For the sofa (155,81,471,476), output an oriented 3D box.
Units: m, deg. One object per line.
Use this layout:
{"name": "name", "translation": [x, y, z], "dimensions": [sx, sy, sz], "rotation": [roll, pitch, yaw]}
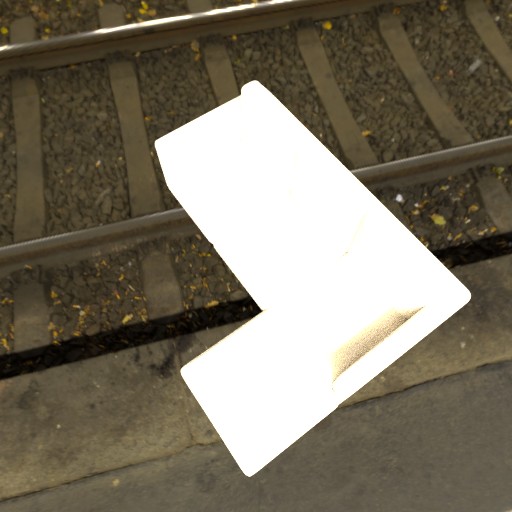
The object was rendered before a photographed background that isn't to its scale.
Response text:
{"name": "sofa", "translation": [0.000, 0.000, 2.854], "dimensions": [1.580, 0.899, 2.029], "rotation": [-33, 68, -15]}
